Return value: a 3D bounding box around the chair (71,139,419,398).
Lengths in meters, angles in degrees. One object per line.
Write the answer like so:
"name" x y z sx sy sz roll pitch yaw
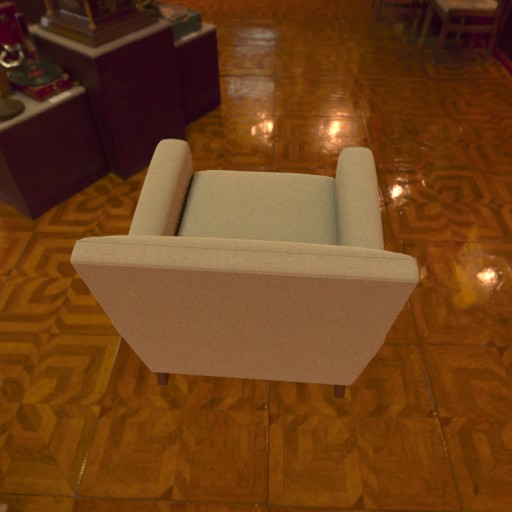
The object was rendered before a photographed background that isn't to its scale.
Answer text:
"chair" 0.000 0.000 1.553 0.840 0.846 0.871 3 46 3
